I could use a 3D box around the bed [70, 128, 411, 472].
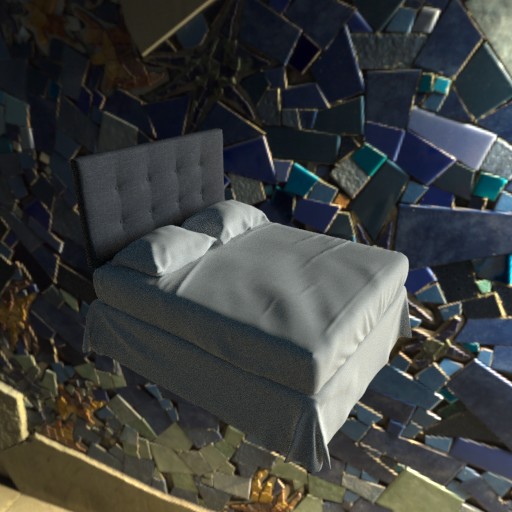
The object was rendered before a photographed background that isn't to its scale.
[{"bbox_3d":[0.000,0.000,3.490,2.222,1.577,1.936,16,30,31],"label":"bed"}]
